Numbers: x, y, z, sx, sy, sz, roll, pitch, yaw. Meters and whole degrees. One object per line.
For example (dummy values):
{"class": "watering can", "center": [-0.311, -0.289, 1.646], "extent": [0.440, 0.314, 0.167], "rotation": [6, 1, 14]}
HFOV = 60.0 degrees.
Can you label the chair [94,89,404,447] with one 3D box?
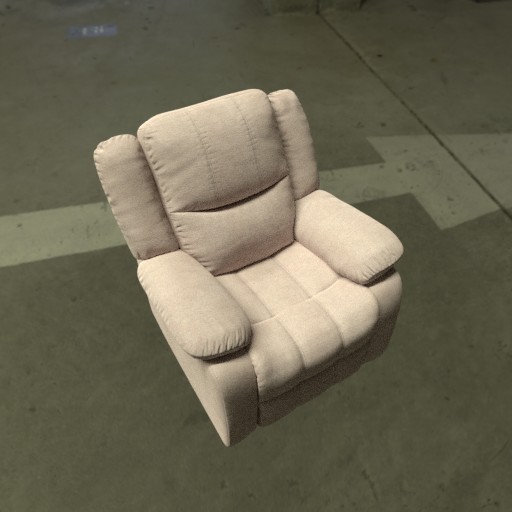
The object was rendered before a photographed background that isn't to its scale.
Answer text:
{"class": "chair", "center": [0.000, 0.000, 1.756], "extent": [0.899, 1.008, 0.944], "rotation": [-24, 51, -21]}
